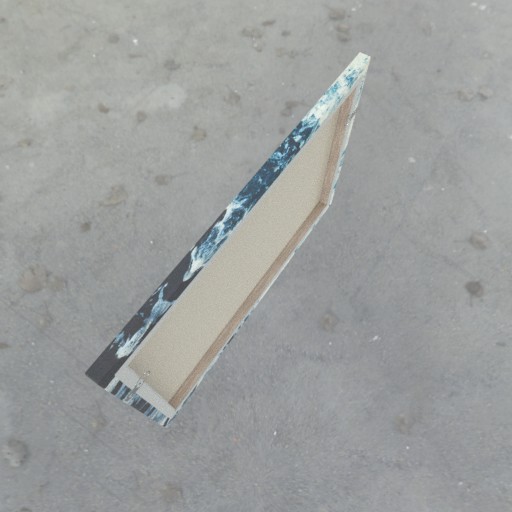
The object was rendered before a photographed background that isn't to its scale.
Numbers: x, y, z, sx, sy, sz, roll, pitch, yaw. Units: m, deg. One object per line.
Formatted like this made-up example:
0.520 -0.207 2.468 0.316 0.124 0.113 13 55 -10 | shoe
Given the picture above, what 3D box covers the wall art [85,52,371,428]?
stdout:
0.000 0.000 1.901 0.055 1.017 1.524 31 67 15 | wall art
